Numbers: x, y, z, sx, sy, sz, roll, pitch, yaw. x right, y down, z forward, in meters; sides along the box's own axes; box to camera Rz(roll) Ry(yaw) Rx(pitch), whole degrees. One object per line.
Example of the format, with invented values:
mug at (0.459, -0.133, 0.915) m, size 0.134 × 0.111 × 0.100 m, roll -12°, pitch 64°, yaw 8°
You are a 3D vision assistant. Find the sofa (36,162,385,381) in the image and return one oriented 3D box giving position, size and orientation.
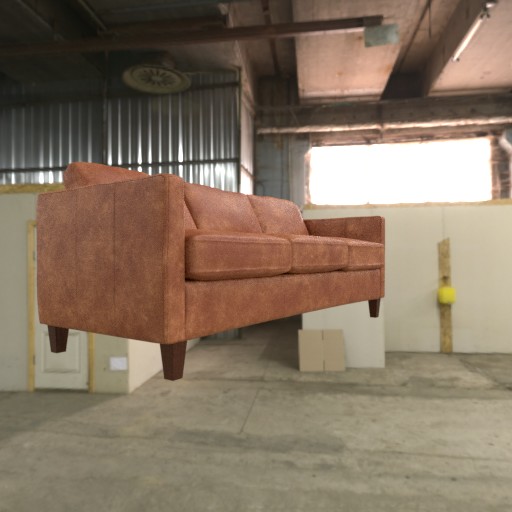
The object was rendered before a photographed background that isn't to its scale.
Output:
sofa at (0.000, 0.000, 2.962) m, size 1.045 × 1.006 × 2.464 m, roll 0°, pitch 0°, yaw 36°
